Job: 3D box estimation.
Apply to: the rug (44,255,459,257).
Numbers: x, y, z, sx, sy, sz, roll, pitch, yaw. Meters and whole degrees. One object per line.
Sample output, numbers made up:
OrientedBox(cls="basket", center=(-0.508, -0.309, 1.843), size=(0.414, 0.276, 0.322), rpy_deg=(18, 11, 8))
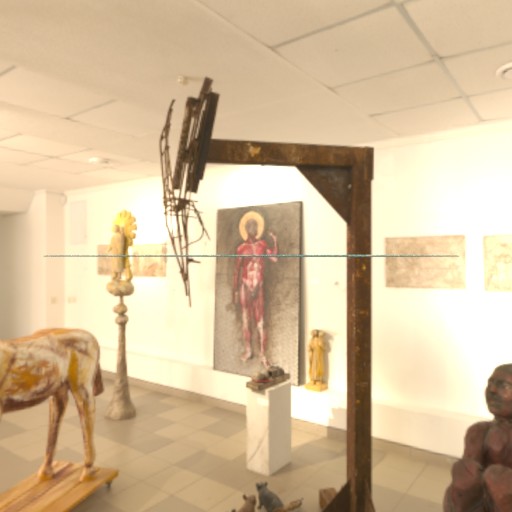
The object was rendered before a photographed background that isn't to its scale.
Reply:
OrientedBox(cls="rug", center=(0.000, 0.000, 4.043), size=(2.980, 0.012, 2.363), rpy_deg=(0, 0, 36))
